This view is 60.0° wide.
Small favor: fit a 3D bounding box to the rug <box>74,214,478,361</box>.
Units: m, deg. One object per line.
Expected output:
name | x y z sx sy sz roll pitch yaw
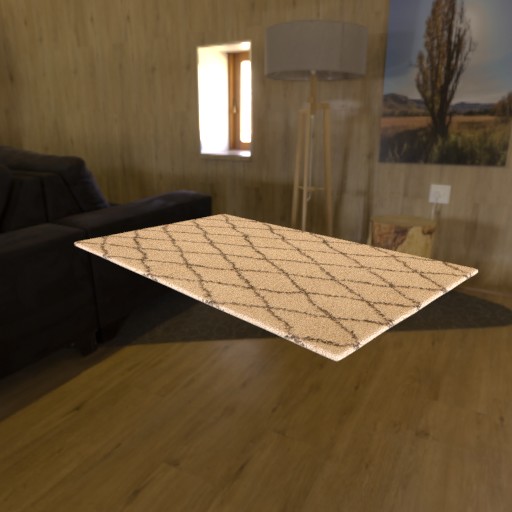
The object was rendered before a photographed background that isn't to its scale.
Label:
rug | 0.000 0.000 3.091 2.438 0.030 1.524 16 23 43
